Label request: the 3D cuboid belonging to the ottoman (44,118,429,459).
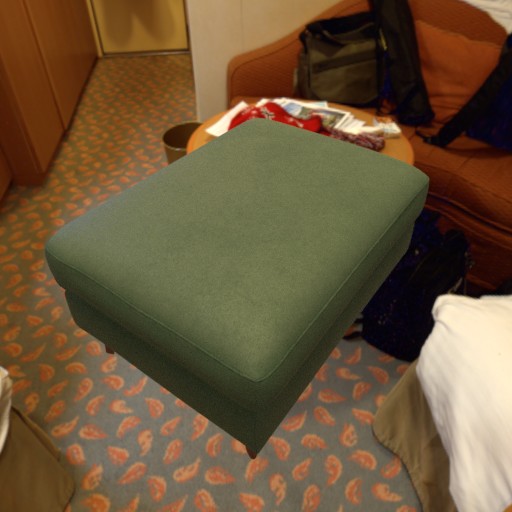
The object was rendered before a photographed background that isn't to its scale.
[{"bbox_3d":[0.000,0.000,1.158,0.608,0.449,0.811,26,47,26],"label":"ottoman"}]
